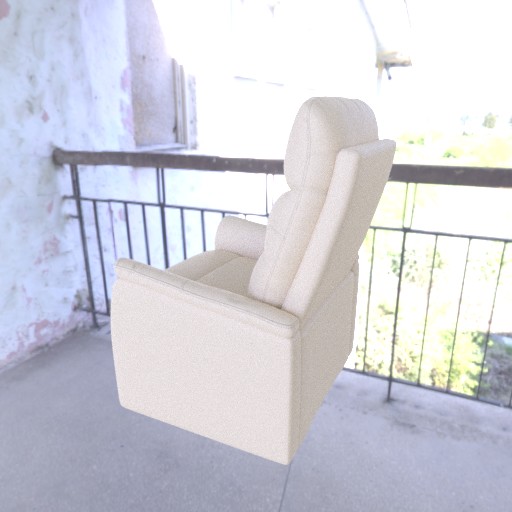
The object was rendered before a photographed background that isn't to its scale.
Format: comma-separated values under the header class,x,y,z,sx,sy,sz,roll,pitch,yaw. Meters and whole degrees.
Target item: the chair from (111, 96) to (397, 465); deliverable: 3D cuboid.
class,x,y,z,sx,sy,sz,roll,pitch,yaw
chair,0.000,0.000,1.604,0.831,1.082,0.775,9,20,25
